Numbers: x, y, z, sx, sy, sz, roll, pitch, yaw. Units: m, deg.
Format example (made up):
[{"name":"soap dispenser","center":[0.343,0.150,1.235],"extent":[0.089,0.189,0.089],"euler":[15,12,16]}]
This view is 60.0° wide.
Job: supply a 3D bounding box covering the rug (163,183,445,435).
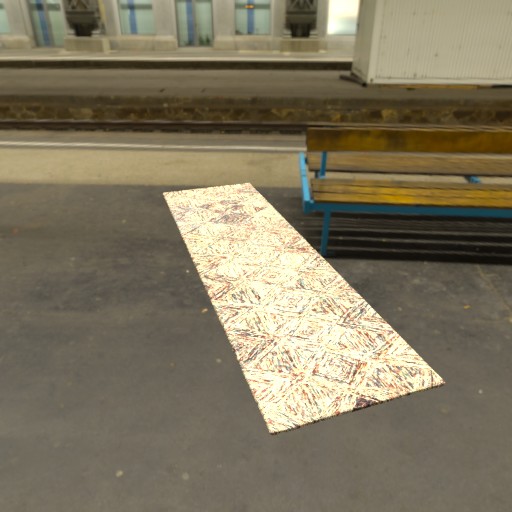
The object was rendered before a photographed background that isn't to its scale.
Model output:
[{"name":"rug","center":[0.000,0.000,2.472],"extent":[0.688,0.015,2.292],"euler":[-10,30,-17]}]
